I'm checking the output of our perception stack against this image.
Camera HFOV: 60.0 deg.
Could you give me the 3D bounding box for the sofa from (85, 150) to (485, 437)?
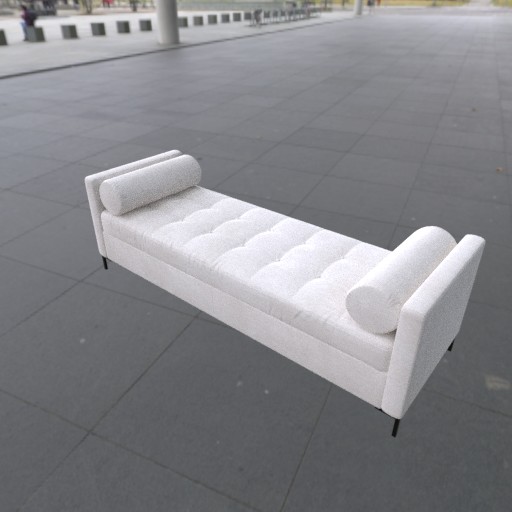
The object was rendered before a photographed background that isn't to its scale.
[{"bbox_3d":[0.000,0.000,2.346,1.981,0.635,0.686,23,37,33],"label":"sofa"}]
